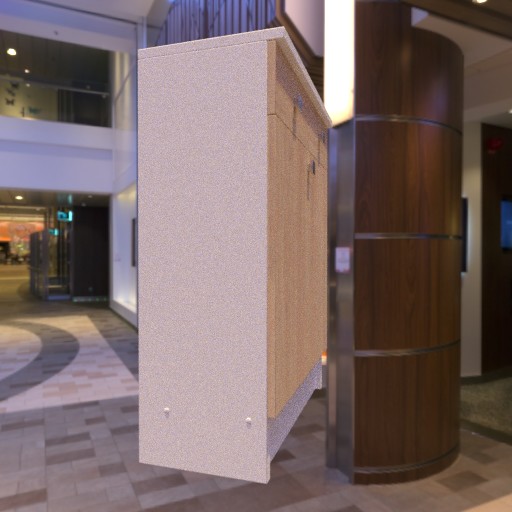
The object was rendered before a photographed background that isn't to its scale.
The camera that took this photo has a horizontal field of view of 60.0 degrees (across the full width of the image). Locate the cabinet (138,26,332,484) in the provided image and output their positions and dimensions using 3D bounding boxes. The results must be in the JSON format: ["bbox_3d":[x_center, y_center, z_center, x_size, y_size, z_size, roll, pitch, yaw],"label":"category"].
[{"bbox_3d":[0.000,0.000,1.113,0.296,0.815,0.600,0,1,18],"label":"cabinet"}]
